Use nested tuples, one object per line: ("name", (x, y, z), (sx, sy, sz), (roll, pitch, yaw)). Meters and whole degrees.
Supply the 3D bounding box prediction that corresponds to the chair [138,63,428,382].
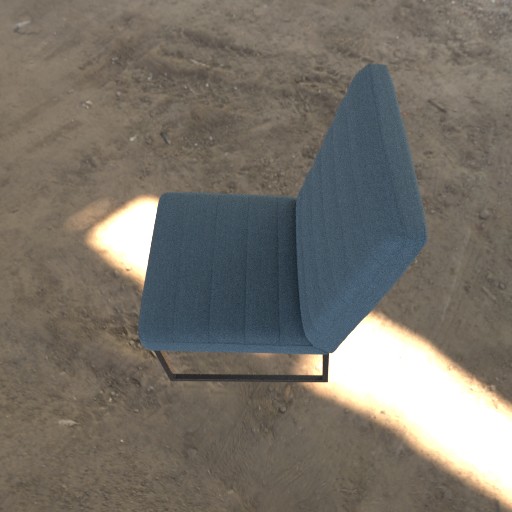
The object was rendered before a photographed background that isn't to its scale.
("chair", (0.000, 0.000, 1.288), (0.634, 0.930, 0.520), (0, 58, 0))
